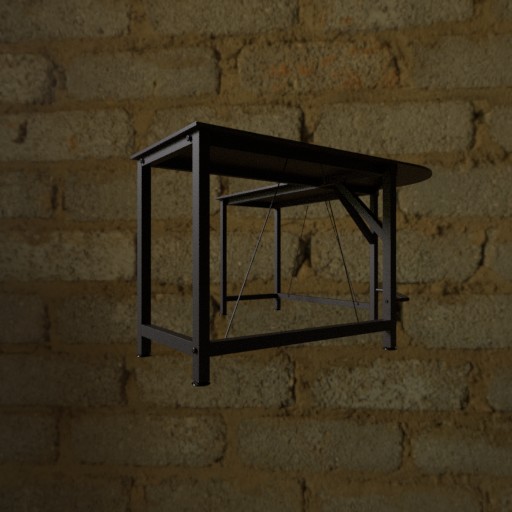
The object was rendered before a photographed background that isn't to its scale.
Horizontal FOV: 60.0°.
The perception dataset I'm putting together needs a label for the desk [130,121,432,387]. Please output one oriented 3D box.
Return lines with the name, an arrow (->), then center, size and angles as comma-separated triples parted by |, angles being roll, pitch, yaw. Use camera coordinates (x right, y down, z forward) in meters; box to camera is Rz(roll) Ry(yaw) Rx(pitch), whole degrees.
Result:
desk -> 0.000, 0.000, 2.231 | 1.400, 0.762, 1.400 | 0, 0, -35
